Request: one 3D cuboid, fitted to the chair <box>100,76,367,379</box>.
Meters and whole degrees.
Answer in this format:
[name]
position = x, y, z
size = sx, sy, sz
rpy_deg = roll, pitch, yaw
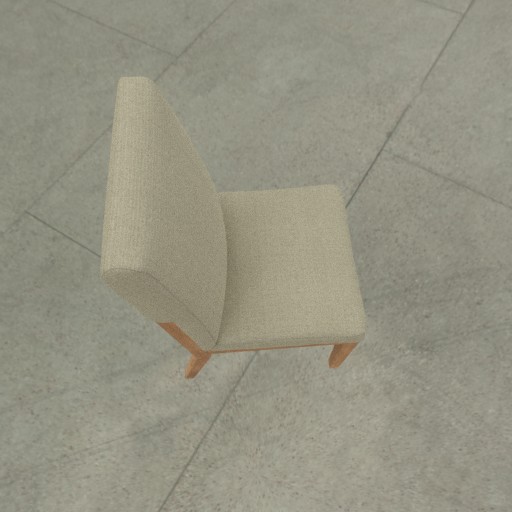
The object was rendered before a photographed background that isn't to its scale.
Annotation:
[chair]
position = 0.000, 0.000, 1.264
size = 0.586, 0.911, 0.507
rpy_deg = -4, 64, -2
